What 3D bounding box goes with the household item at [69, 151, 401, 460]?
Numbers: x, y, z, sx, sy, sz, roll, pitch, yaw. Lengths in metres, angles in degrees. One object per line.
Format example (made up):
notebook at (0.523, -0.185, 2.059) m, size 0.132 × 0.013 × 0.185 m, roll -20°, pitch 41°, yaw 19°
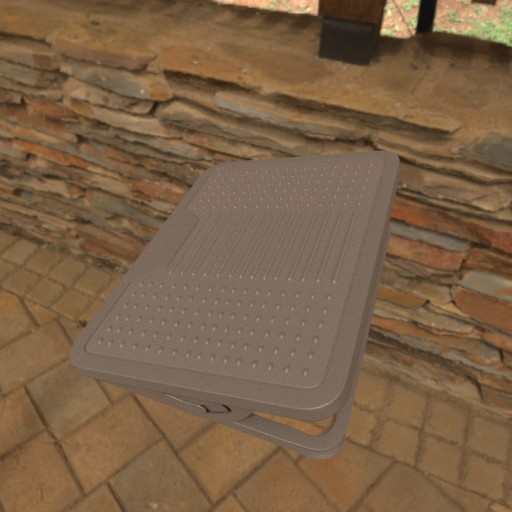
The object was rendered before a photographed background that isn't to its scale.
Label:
household item at (0.000, 0.000, 0.537) m, size 0.301 × 0.126 × 0.390 m, roll 15°, pitch 48°, yaw 14°
